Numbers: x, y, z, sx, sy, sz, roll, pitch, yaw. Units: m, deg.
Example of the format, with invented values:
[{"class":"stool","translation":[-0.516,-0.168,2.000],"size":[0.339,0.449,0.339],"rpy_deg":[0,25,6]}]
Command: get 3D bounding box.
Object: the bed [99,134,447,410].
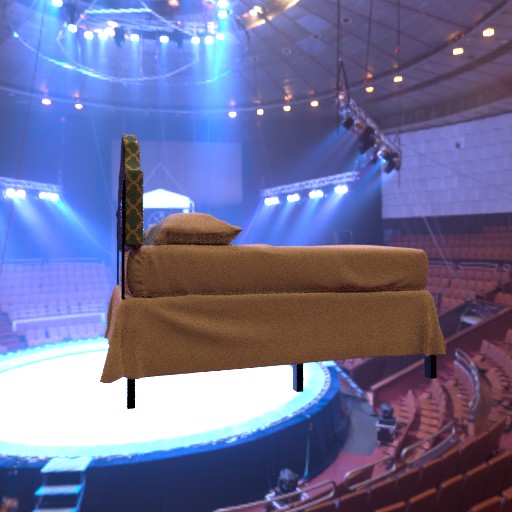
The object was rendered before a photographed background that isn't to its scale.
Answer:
[{"class":"bed","translation":[0.000,0.000,3.386],"size":[2.222,1.633,1.780],"rpy_deg":[0,-1,-18]}]
